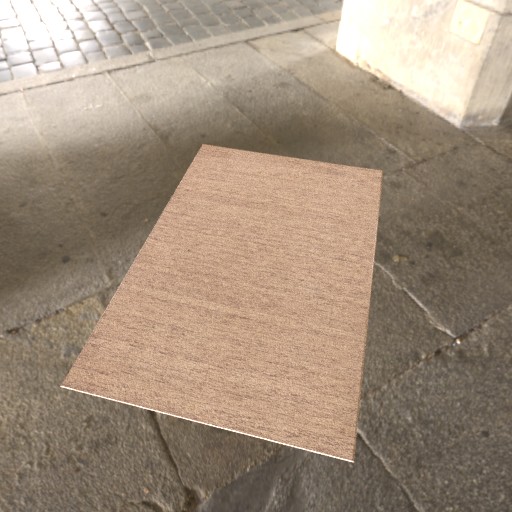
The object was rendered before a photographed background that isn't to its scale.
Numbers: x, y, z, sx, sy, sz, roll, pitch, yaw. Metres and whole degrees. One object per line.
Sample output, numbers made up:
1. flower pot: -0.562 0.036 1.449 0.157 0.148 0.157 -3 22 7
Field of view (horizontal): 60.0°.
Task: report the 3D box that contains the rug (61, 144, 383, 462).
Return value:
1. rug: 0.000 0.000 2.360 1.225 0.013 1.840 11 49 10
